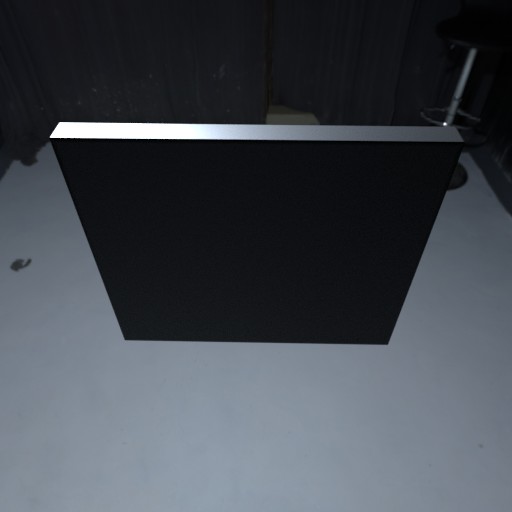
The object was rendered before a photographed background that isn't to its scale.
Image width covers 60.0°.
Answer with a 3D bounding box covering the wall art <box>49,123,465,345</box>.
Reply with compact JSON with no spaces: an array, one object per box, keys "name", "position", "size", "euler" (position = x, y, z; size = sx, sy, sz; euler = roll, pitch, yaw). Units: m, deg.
[{"name":"wall art","position":[0.000,0.000,0.532],"size":[0.380,0.330,0.028],"euler":[1,46,1]}]
